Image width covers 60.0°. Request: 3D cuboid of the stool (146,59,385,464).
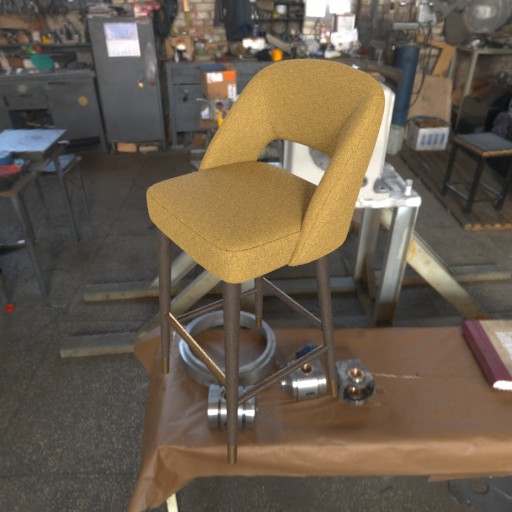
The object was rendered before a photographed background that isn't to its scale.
[{"bbox_3d":[0.000,0.000,1.316,0.522,1.032,0.536,-21,38,-30],"label":"stool"}]
